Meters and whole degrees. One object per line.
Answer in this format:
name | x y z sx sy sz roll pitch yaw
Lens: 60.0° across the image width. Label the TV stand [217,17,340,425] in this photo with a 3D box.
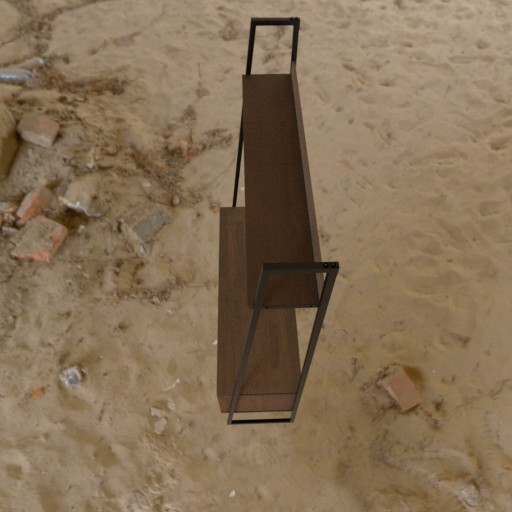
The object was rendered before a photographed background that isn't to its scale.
TV stand | 0.000 0.000 2.267 0.432 1.772 1.250 -2 57 -1
